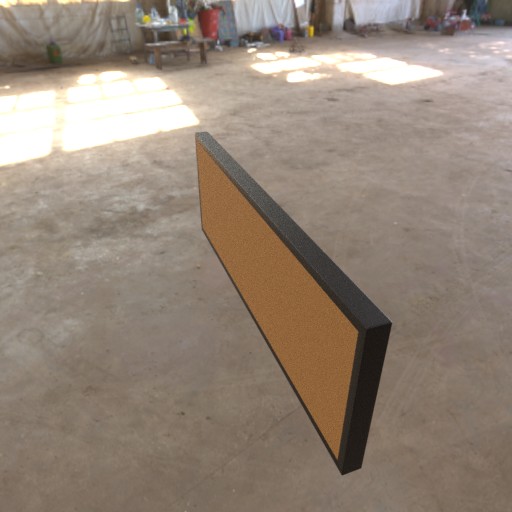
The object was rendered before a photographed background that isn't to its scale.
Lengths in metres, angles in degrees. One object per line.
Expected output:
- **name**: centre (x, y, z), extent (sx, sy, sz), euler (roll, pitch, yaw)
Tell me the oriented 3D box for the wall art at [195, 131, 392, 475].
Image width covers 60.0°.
- **wall art**: centre (0.000, 0.000, 0.963), extent (0.037, 0.303, 0.860), euler (-11, 34, -17)
